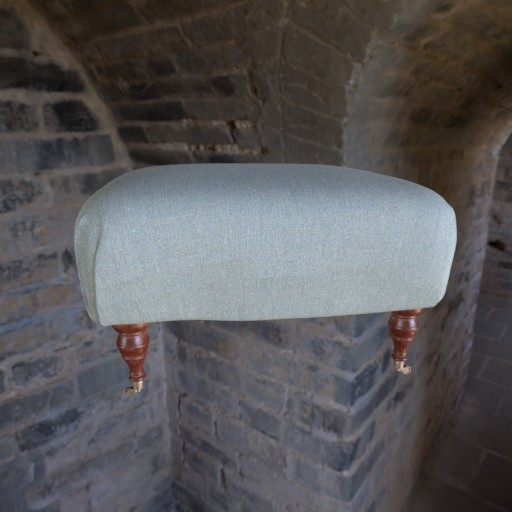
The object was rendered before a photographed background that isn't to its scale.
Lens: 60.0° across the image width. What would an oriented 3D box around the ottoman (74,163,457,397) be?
[{"bbox_3d":[0.000,0.000,1.108,0.747,0.450,0.622,-2,15,-8],"label":"ottoman"}]
